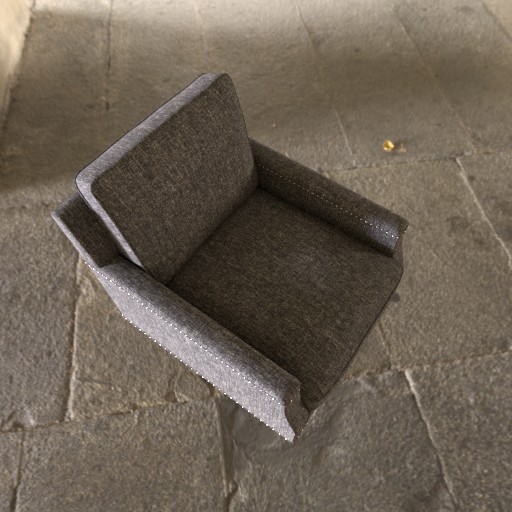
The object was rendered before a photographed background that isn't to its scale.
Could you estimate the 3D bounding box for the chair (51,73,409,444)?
[{"bbox_3d":[0.000,0.000,1.705,1.014,0.943,0.853,32,63,18],"label":"chair"}]
